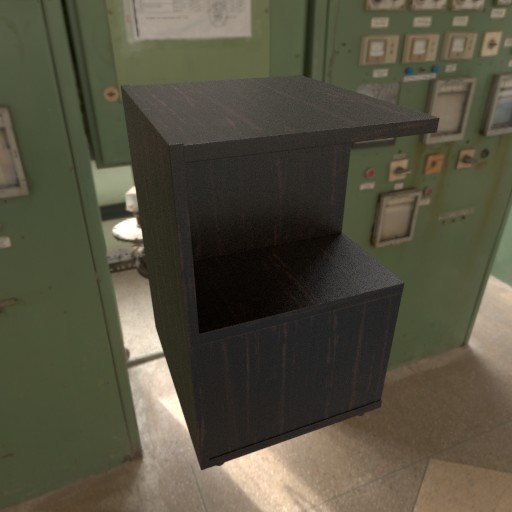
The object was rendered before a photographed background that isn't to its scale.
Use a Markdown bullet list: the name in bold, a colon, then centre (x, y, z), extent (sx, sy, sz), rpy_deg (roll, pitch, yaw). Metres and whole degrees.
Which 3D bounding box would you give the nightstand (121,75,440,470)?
- **nightstand**: centre (0.000, 0.000, 0.819), extent (0.356, 0.559, 0.400), rpy_deg (-11, 32, -19)
